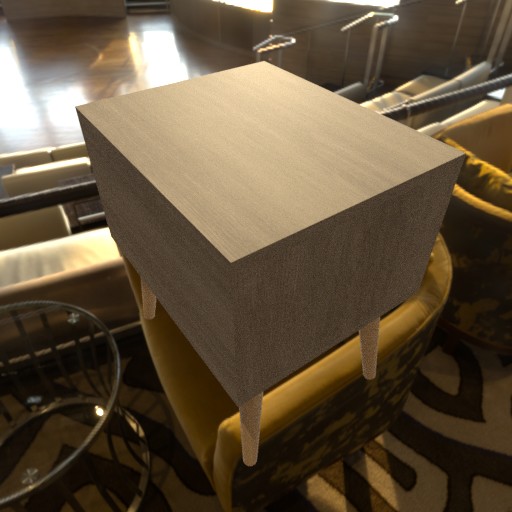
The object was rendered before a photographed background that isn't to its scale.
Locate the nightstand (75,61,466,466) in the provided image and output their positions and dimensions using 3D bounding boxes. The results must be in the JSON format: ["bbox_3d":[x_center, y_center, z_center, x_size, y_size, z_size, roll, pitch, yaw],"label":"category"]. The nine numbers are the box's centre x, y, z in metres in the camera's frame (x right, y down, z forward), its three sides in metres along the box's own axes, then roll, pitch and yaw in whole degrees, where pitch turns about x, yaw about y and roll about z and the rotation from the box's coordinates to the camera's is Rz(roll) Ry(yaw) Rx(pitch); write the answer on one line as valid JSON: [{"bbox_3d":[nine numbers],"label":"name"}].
[{"bbox_3d":[0.000,0.000,0.809,0.380,0.500,0.450,-25,47,-26],"label":"nightstand"}]
